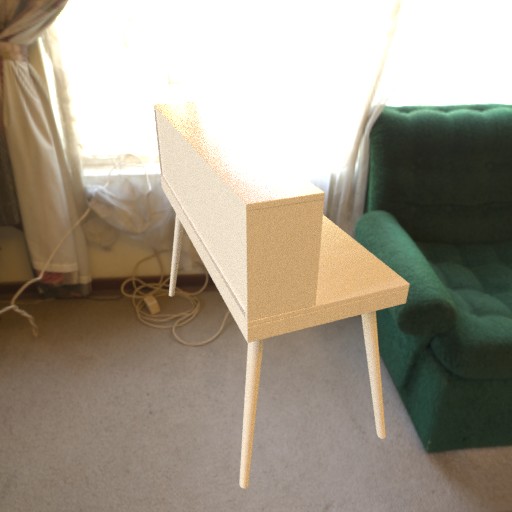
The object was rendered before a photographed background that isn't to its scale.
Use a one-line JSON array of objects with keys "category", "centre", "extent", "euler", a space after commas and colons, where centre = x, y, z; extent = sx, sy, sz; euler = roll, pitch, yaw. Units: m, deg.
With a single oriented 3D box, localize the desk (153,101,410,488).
[{"category": "desk", "centre": [0.000, 0.000, 1.762], "extent": [0.559, 0.990, 1.199], "euler": [-11, 31, -18]}]
